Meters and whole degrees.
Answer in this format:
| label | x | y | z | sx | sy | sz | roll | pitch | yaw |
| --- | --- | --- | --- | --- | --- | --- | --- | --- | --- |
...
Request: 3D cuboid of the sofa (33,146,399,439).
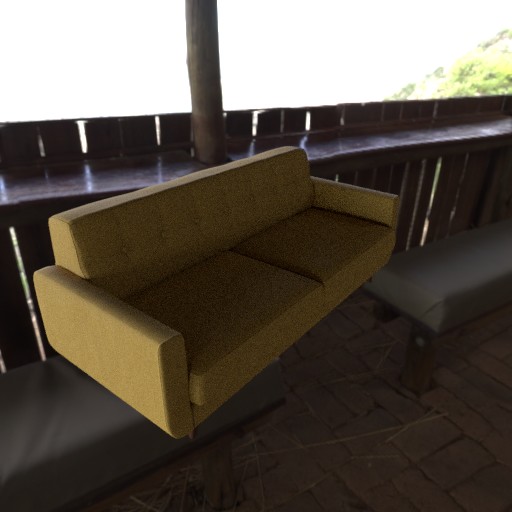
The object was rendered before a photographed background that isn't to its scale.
| label | x | y | z | sx | sy | sz | roll | pitch | yaw |
| --- | --- | --- | --- | --- | --- | --- | --- | --- | --- |
| sofa | 0.000 | 0.000 | 2.462 | 0.909 | 0.841 | 2.029 | 19 | 32 | 34 |
